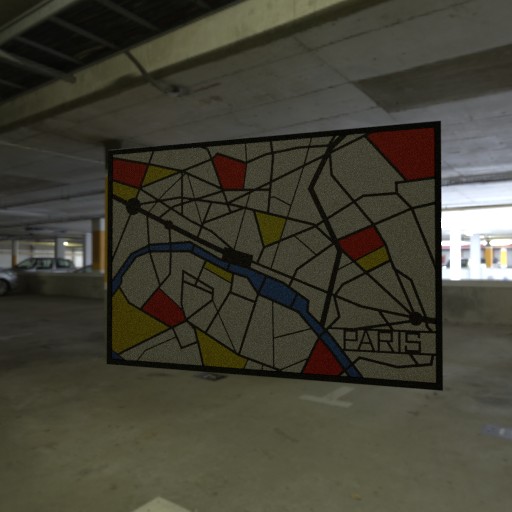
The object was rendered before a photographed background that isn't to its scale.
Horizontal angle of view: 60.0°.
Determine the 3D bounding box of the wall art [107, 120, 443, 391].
[{"bbox_3d":[0.000,0.000,0.856,0.664,0.458,0.013,0,-1,17],"label":"wall art"}]
